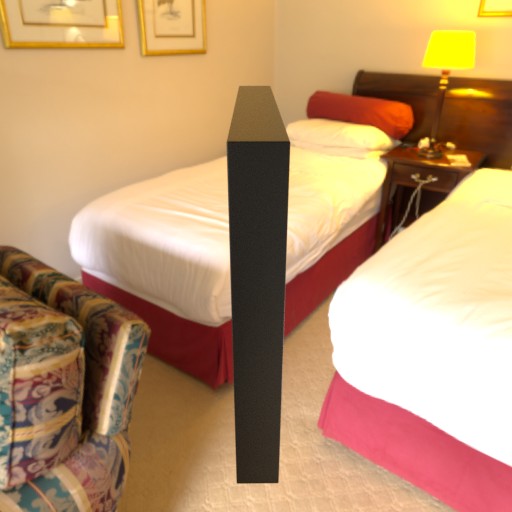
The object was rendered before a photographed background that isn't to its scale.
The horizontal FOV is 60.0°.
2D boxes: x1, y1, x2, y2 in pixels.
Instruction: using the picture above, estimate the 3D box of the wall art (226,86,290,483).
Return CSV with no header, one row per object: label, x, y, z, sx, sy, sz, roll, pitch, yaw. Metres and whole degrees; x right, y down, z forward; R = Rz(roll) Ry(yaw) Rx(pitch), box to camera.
wall art,0.000,0.000,0.457,0.037,0.299,0.299,0,27,0
